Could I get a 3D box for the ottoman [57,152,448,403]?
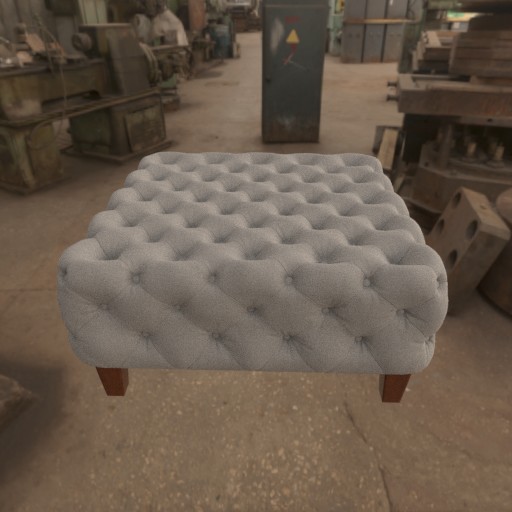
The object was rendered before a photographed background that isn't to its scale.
[{"bbox_3d":[0.000,0.000,1.418,0.911,0.439,0.917,1,30,2],"label":"ottoman"}]
